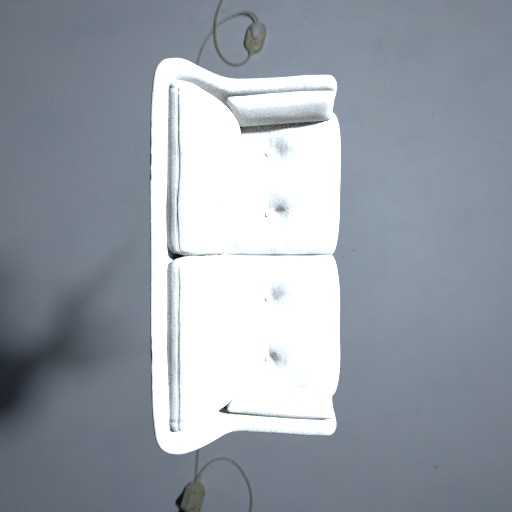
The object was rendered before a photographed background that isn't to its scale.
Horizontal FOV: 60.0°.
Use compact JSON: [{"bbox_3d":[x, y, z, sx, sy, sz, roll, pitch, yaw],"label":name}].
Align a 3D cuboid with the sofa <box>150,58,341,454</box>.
[{"bbox_3d":[0.000,0.000,2.460,0.976,0.897,1.930,0,91,0],"label":"sofa"}]
